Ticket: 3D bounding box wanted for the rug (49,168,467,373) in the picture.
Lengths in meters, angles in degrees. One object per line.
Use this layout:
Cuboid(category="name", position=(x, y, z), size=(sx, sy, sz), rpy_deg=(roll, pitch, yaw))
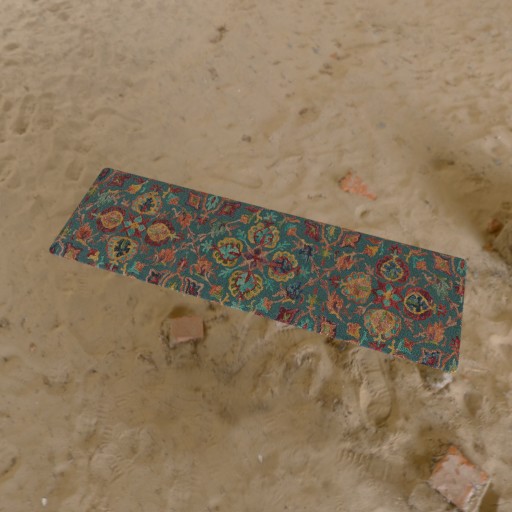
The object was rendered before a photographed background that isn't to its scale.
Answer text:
Cuboid(category="rug", position=(0.000, 0.000, 2.516), size=(2.286, 0.013, 0.686), rpy_deg=(15, 60, 9))
